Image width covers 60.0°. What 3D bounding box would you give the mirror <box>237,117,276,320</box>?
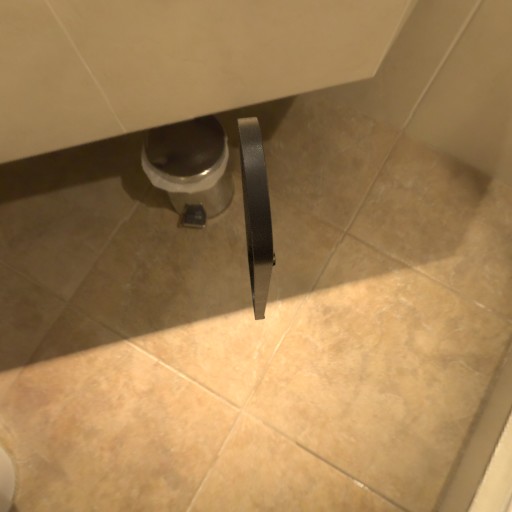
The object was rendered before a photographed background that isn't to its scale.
[{"bbox_3d":[0.000,0.000,1.047,0.032,0.991,0.222,-6,76,-2],"label":"mirror"}]
